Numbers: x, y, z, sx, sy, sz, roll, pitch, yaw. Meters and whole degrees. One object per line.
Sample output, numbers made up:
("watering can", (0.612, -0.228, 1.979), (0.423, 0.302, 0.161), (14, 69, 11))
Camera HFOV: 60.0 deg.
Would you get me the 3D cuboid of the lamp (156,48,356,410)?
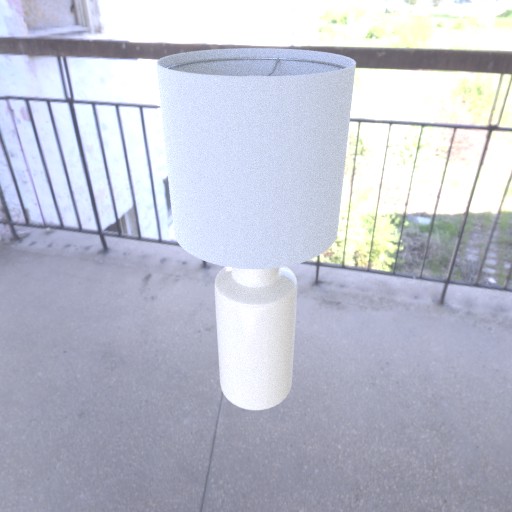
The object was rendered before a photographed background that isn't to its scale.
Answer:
("lamp", (0.000, 0.000, 0.604), (0.212, 0.493, 0.212), (9, 32, 14))
